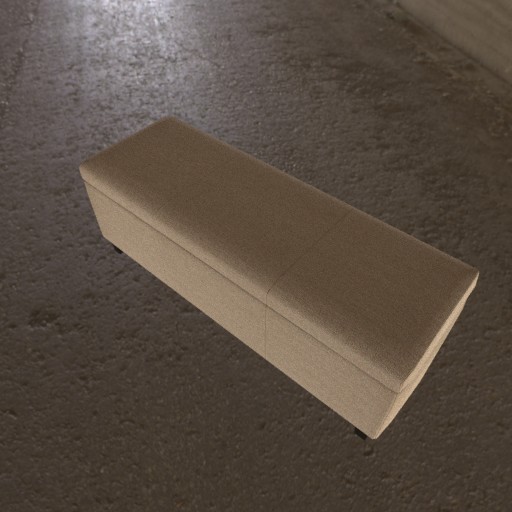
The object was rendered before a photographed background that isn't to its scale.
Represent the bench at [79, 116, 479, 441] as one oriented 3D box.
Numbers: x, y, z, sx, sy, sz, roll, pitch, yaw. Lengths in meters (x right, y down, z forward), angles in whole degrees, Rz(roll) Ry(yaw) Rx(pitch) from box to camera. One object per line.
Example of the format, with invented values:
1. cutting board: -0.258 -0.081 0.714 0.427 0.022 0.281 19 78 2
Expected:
1. bench: 0.000 0.000 1.511 1.269 0.438 0.446 32 55 26
